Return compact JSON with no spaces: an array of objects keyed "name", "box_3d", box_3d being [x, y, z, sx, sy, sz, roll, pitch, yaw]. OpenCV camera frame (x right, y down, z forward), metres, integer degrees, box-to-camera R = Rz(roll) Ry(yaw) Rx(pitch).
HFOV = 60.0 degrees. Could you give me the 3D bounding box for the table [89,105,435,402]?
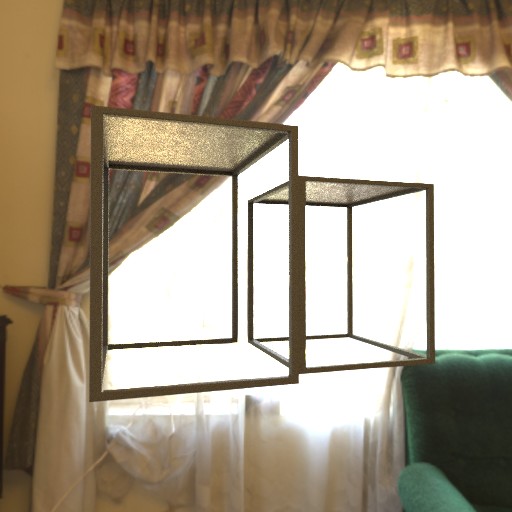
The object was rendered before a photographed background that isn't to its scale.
[{"name":"table","box_3d":[0.000,0.000,1.164,0.788,0.540,0.508,0,-1,-17]}]
